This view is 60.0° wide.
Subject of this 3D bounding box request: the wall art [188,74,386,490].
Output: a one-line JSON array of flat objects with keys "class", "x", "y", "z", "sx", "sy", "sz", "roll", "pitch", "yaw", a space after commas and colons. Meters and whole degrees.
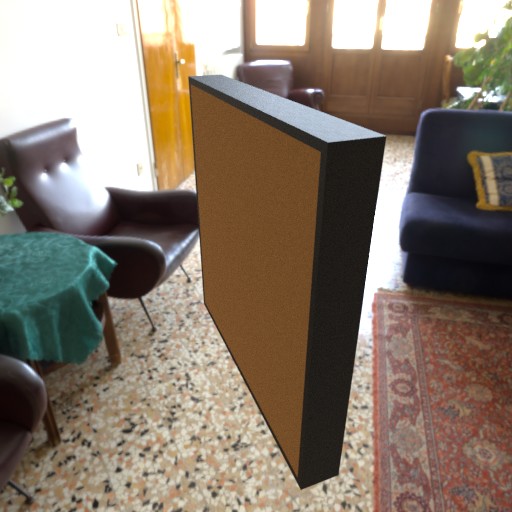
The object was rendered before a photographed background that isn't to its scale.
[{"class": "wall art", "x": 0.000, "y": 0.000, "z": 0.444, "sx": 0.038, "sy": 0.304, "sz": 0.304, "roll": -11, "pitch": 31, "yaw": -19}]
